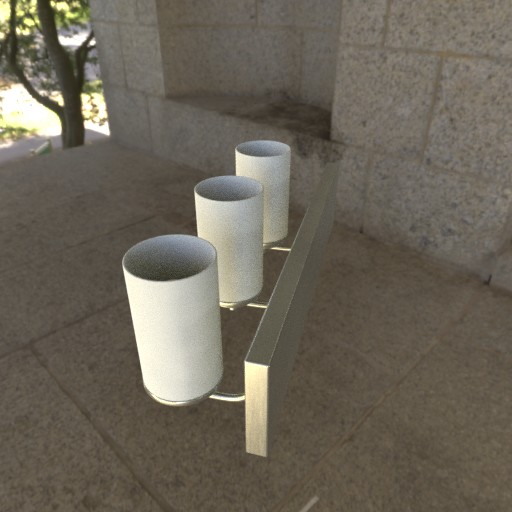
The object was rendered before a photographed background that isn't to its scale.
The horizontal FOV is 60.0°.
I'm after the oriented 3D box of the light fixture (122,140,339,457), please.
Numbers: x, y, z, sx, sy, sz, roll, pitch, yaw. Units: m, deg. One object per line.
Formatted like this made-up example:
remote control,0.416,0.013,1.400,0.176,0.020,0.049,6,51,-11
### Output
light fixture,0.000,0.000,0.544,0.145,0.172,0.451,8,32,13
